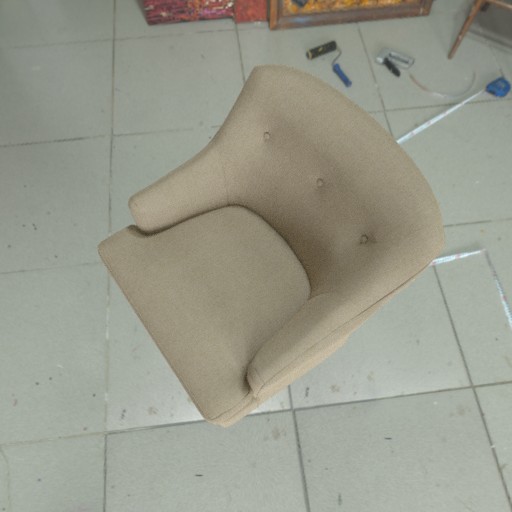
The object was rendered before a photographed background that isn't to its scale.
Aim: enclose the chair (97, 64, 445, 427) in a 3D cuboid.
[{"bbox_3d":[0.000,0.000,1.601,0.923,0.856,0.864,-34,69,-15],"label":"chair"}]
